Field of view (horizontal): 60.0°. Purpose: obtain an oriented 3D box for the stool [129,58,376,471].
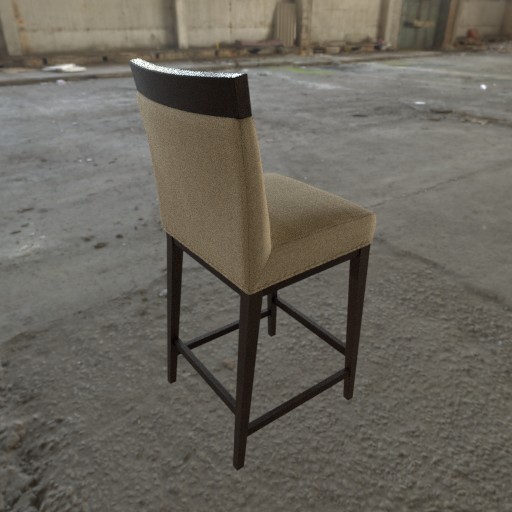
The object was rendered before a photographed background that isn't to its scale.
[{"bbox_3d":[0.000,0.000,1.378,0.531,1.117,0.511,-19,33,-31],"label":"stool"}]
